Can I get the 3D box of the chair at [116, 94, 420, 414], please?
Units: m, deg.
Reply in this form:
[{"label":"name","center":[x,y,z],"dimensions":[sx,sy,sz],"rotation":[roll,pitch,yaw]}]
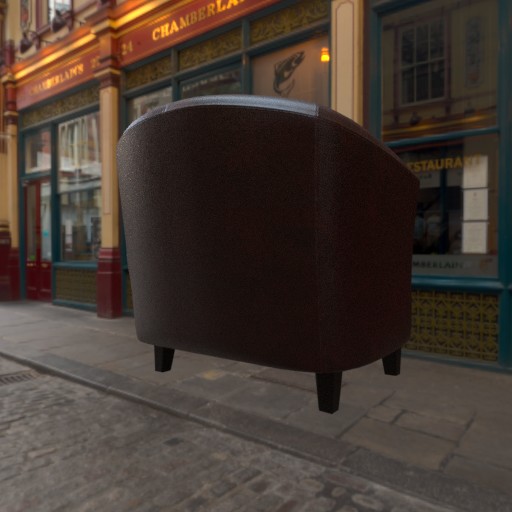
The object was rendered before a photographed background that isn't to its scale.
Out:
[{"label":"chair","center":[0.000,0.000,1.355],"dimensions":[0.792,0.756,0.727],"rotation":[0,0,38]}]
